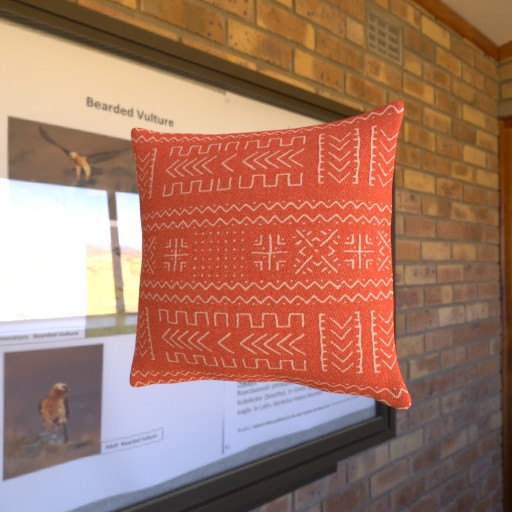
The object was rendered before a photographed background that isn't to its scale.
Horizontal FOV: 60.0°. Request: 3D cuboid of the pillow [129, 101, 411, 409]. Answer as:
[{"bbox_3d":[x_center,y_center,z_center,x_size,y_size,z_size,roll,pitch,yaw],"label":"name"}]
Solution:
[{"bbox_3d":[0.000,0.000,0.668,0.438,0.429,0.164,0,-1,18],"label":"pillow"}]
